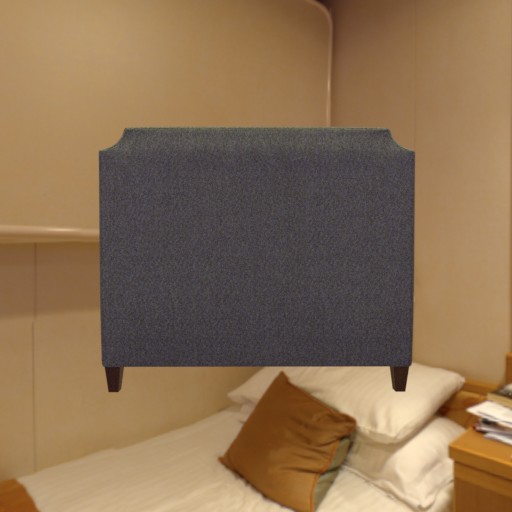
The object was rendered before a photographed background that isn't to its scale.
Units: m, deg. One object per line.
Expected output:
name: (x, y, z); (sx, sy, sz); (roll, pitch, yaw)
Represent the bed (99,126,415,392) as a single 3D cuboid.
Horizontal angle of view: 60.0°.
bed: (0.000, 0.000, 3.539); (1.712, 1.443, 2.372); (0, 1, 0)
